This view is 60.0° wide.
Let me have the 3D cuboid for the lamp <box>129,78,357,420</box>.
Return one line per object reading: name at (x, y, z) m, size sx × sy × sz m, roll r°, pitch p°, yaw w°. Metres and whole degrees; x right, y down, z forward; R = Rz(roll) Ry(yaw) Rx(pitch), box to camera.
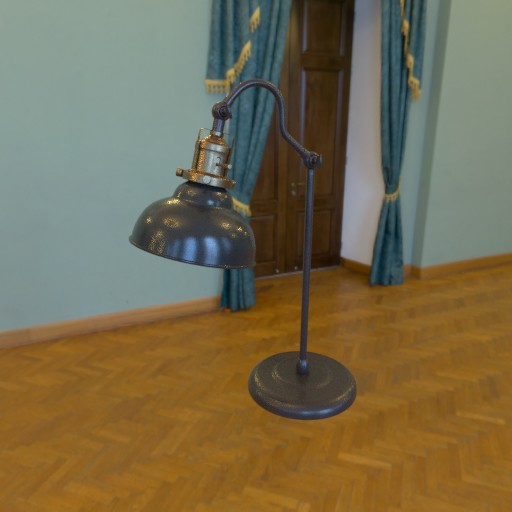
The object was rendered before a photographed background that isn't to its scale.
lamp at (0.000, 0.000, 0.681) m, size 0.374 × 0.508 × 0.192 m, roll -8°, pitch 18°, yaw -25°
